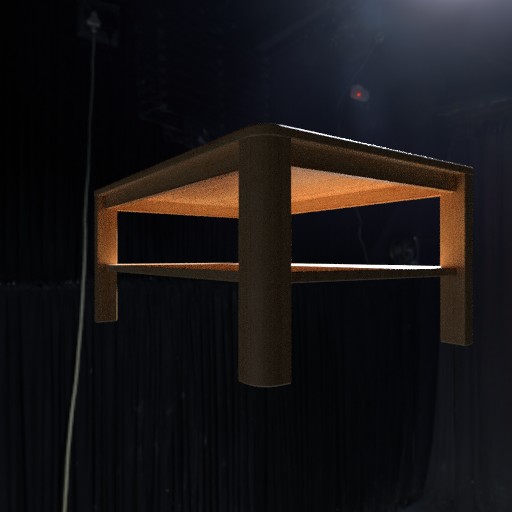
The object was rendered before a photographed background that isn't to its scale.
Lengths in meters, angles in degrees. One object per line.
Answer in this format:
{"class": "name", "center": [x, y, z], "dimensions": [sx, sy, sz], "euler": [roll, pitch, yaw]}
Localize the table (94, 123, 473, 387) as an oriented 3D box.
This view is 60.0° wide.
{"class": "table", "center": [0.000, 0.000, 1.337], "dimensions": [0.696, 0.445, 0.997], "euler": [0, 0, -36]}
